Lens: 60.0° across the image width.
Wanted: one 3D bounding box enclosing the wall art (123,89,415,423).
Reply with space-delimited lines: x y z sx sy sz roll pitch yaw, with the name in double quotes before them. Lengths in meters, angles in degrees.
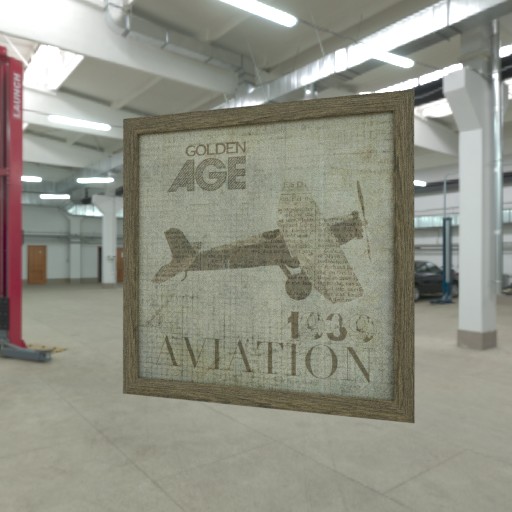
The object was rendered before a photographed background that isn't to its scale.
"wall art" 0.000 0.000 0.755 0.508 0.508 0.019 0 0 17
